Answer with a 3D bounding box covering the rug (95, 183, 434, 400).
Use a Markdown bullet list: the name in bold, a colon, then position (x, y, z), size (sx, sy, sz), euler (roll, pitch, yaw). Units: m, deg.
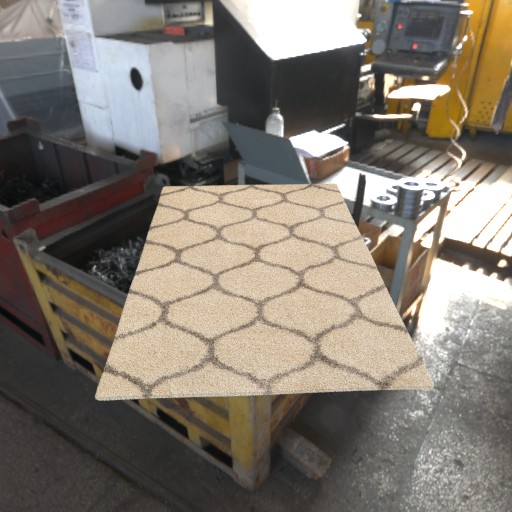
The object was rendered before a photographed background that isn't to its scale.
- **rug**: position (0.000, 0.000, 3.466), size (1.801, 0.026, 2.701), euler (-1, 33, -2)
